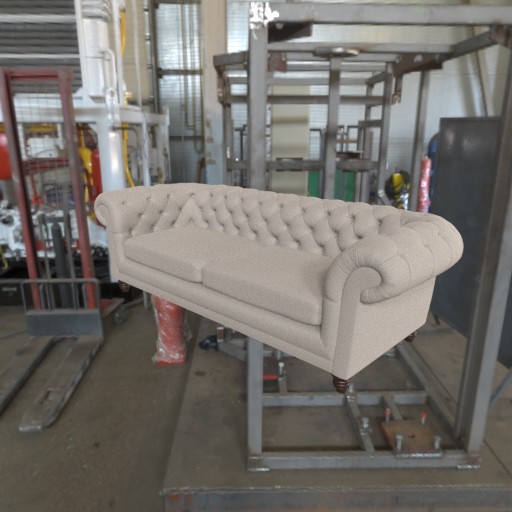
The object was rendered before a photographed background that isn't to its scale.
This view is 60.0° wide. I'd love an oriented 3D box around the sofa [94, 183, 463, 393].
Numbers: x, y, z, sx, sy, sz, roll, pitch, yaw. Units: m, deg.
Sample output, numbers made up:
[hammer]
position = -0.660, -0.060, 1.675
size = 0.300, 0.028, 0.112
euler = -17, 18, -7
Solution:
[sofa]
position = 0.000, 0.000, 2.864
size = 2.411, 0.749, 0.991
euler = 15, 22, 41
